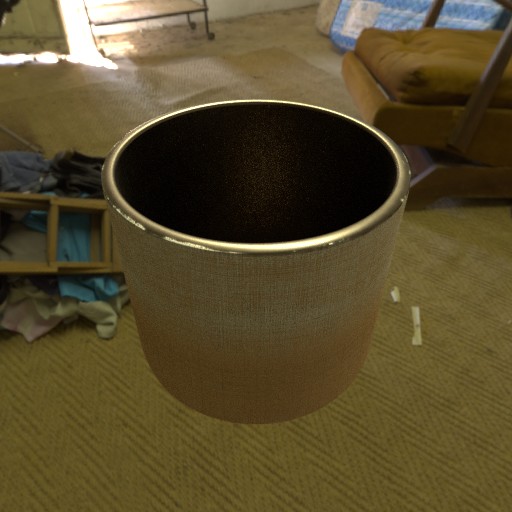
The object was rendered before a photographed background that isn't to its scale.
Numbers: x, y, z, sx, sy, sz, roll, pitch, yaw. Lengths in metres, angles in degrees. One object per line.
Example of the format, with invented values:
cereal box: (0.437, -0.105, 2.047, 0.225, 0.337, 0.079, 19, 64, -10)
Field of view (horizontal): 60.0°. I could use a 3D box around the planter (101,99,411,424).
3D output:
planter: (0.000, 0.000, 0.439, 0.254, 0.221, 0.254, 0, 41, 0)
